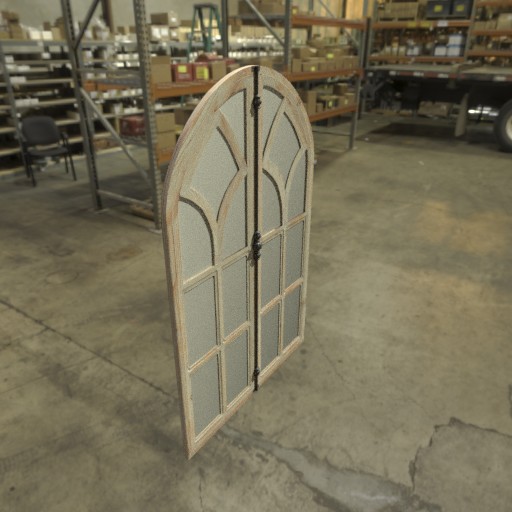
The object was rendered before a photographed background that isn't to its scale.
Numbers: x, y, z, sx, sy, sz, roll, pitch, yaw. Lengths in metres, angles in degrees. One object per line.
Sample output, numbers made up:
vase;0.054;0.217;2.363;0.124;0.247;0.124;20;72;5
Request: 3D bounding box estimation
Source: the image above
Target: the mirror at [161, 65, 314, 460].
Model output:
mirror;0.000;0.000;1.158;0.032;0.915;0.609;16;30;30
